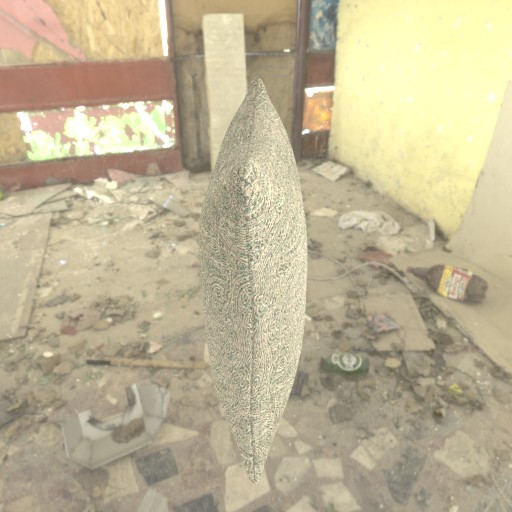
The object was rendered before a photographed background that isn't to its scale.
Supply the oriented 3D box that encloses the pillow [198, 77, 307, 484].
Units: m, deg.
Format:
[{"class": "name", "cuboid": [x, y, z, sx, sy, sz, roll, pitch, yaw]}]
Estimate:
[{"class": "pillow", "cuboid": [0.000, 0.000, 0.775, 0.166, 0.507, 0.526, 1, 31, 1]}]
